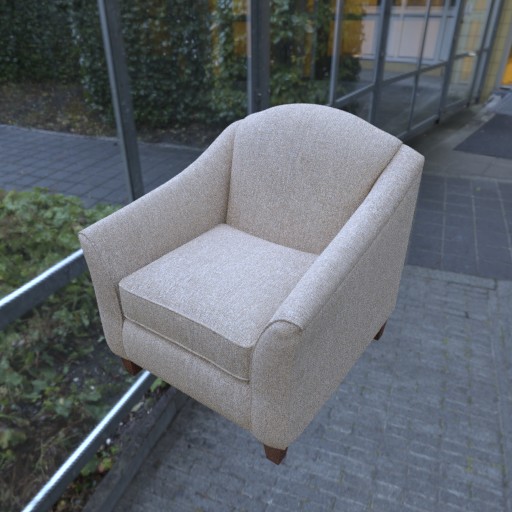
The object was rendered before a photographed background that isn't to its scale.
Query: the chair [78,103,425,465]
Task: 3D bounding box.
[{"bbox_3d":[0.000,0.000,1.441,0.763,0.839,0.787,19,35,30],"label":"chair"}]
